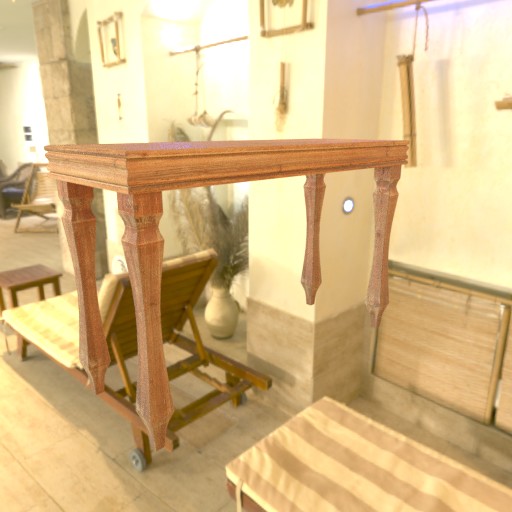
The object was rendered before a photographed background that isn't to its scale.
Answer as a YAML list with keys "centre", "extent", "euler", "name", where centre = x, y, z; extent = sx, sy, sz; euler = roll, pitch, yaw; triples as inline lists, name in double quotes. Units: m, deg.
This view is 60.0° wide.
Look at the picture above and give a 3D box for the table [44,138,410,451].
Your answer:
- centre: [0.000, 0.000, 1.758]
  extent: [1.330, 0.873, 0.522]
  euler: [-15, 22, -42]
  name: "table"
